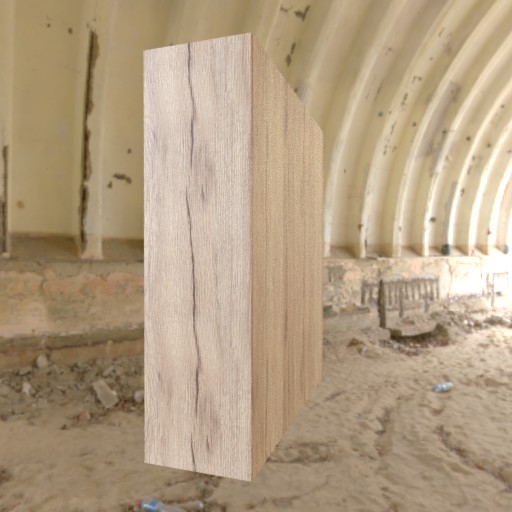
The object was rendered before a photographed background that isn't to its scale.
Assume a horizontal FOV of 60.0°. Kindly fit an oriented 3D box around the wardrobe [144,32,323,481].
[{"bbox_3d":[0.000,0.000,2.988,0.580,2.070,1.810,0,1,19],"label":"wardrobe"}]
